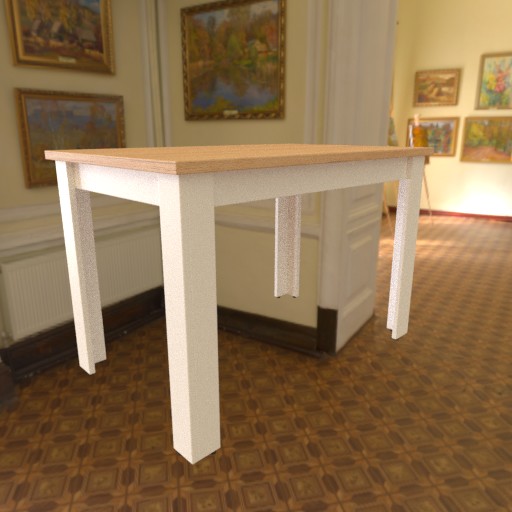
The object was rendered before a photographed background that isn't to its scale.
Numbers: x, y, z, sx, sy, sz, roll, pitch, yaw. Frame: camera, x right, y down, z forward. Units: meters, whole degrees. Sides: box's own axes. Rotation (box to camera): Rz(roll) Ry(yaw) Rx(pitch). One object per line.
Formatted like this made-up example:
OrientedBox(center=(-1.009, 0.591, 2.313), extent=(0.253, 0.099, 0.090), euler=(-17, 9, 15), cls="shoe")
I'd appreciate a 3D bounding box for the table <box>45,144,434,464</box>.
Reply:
OrientedBox(center=(0.000, 0.000, 1.561), extent=(1.100, 0.734, 0.700), euler=(-15, 21, -42), cls="table")
